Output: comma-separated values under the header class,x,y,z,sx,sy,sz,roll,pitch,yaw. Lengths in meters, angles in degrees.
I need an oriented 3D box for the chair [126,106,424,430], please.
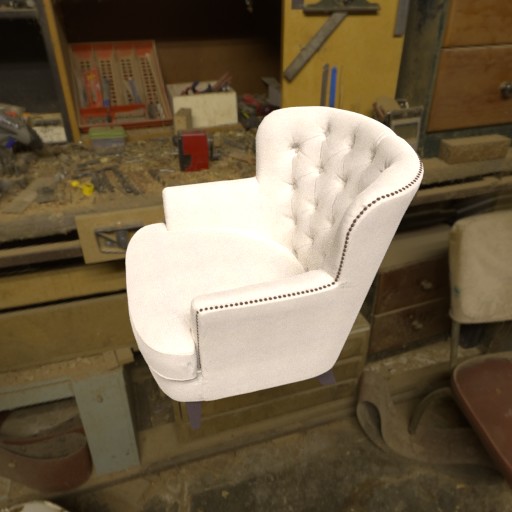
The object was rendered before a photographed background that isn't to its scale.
class,x,y,z,sx,sy,sz,roll,pitch,yaw
chair,0.000,0.000,1.569,0.906,0.868,0.848,-9,33,-13
